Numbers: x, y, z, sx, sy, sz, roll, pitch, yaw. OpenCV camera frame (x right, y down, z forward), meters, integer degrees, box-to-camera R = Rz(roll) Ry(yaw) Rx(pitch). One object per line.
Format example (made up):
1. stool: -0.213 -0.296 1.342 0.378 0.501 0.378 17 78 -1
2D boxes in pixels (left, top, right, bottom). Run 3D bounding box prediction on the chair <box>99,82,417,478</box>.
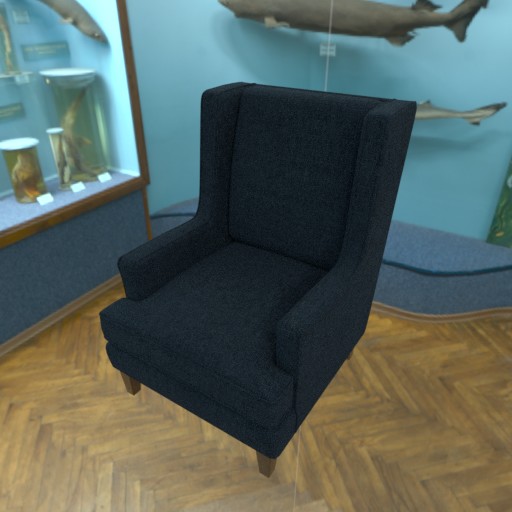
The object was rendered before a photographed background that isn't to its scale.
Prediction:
1. chair: 0.000 0.000 1.672 0.764 1.072 0.947 18 35 28
